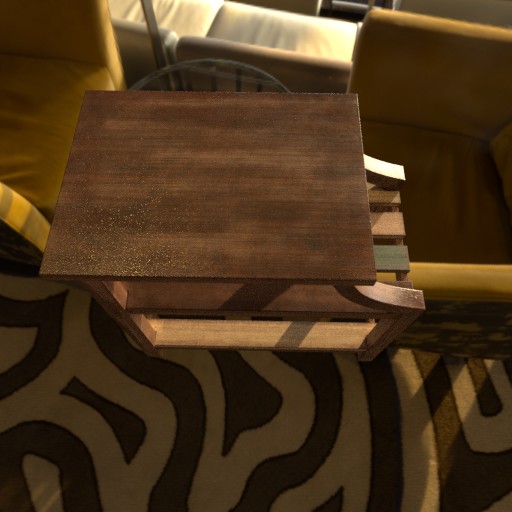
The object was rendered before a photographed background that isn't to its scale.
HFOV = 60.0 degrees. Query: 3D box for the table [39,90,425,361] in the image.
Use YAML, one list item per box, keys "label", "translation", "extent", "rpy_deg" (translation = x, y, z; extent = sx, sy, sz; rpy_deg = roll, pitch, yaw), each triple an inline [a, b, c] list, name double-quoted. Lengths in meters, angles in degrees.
- label: "table"
  translation: [0.000, 0.000, 0.964]
  extent: [0.609, 0.584, 0.356]
  rpy_deg: [1, 64, 1]
